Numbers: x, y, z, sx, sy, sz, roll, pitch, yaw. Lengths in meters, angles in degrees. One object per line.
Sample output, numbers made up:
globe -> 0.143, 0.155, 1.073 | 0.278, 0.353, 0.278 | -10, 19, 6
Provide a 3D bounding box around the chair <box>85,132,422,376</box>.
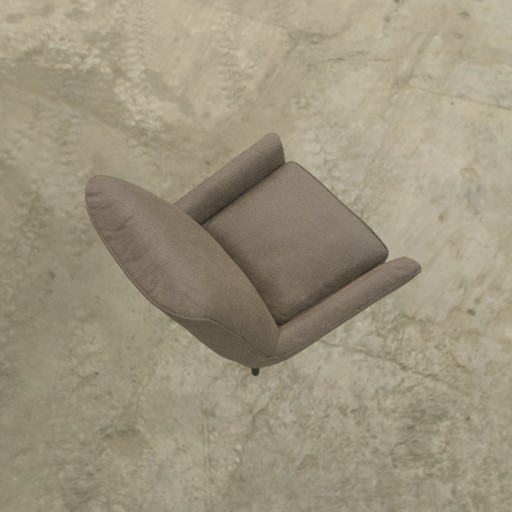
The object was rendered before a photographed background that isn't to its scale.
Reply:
chair -> 0.000, 0.000, 1.515 | 0.824, 0.888, 0.787 | -34, 66, -18
